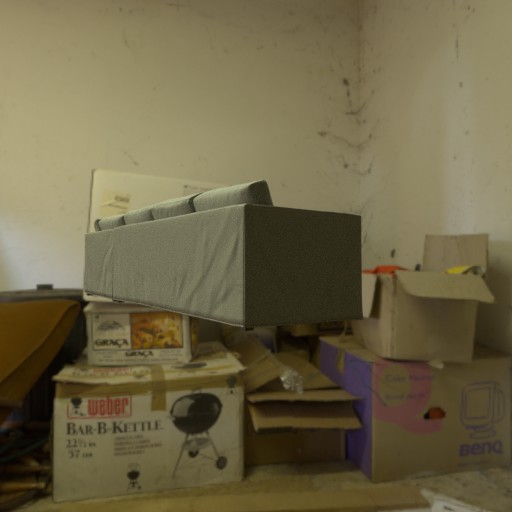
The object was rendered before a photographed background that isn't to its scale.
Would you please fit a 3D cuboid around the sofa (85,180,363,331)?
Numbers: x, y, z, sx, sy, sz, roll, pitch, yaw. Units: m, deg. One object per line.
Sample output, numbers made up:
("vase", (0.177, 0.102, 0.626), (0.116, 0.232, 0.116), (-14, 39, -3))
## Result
("sofa", (0.000, 0.000, 4.322), (2.432, 0.871, 3.182), (1, -1, -36))
